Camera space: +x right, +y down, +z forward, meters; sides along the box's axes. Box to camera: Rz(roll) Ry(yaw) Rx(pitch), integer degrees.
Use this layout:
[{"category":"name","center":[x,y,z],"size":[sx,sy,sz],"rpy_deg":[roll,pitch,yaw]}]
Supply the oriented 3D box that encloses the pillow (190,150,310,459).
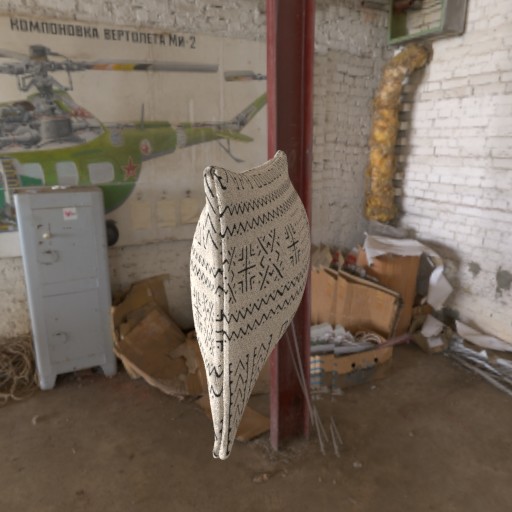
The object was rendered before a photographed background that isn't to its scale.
[{"category":"pillow","center":[0.000,0.000,0.790],"size":[0.188,0.352,0.637],"rpy_deg":[3,15,9]}]
